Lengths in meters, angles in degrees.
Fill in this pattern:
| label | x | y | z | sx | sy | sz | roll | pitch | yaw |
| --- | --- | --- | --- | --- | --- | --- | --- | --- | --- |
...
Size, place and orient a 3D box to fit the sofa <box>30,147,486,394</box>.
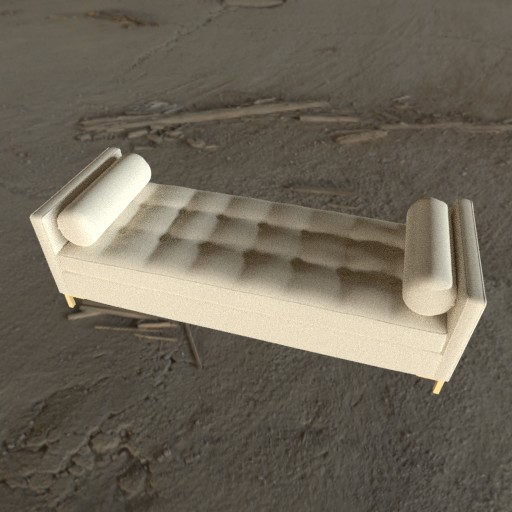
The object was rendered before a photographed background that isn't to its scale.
| label | x | y | z | sx | sy | sz | roll | pitch | yaw |
| --- | --- | --- | --- | --- | --- | --- | --- | --- | --- |
| sofa | 0.000 | 0.000 | 2.285 | 1.985 | 0.641 | 0.746 | 11 | 42 | 12 |
